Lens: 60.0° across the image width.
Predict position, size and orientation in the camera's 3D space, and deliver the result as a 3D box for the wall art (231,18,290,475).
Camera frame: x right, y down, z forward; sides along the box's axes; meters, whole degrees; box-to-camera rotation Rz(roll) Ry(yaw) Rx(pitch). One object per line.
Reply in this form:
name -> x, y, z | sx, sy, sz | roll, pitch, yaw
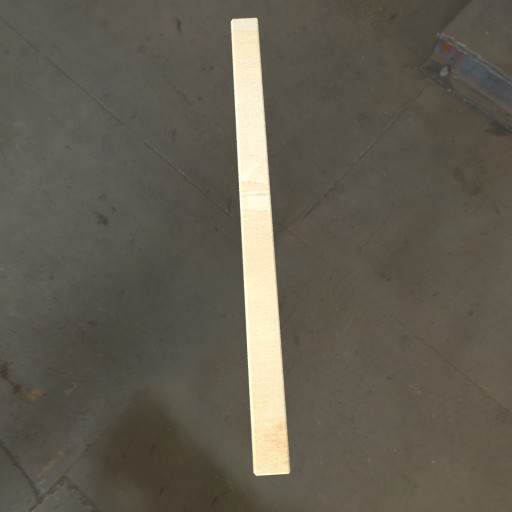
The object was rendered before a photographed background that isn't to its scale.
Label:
wall art -> 0.000, 0.000, 0.759 | 0.040, 0.402, 0.613 | -3, 74, -1
